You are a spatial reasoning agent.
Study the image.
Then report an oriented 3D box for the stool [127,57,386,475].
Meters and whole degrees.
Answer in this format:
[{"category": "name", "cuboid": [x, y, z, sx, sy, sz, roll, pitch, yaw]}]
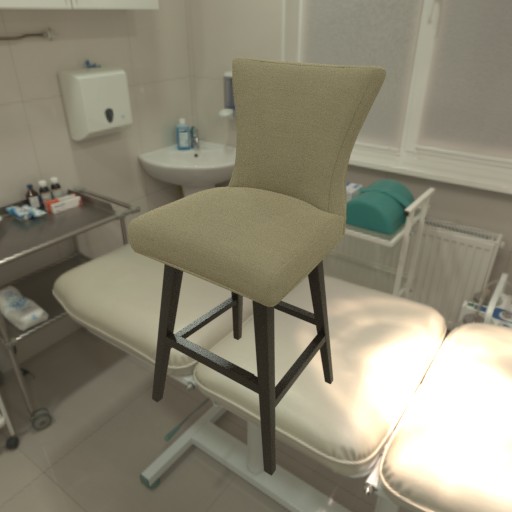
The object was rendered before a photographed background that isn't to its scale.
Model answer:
[{"category": "stool", "cuboid": [0.000, 0.000, 1.385, 0.514, 1.086, 0.574, 19, 34, 31]}]
